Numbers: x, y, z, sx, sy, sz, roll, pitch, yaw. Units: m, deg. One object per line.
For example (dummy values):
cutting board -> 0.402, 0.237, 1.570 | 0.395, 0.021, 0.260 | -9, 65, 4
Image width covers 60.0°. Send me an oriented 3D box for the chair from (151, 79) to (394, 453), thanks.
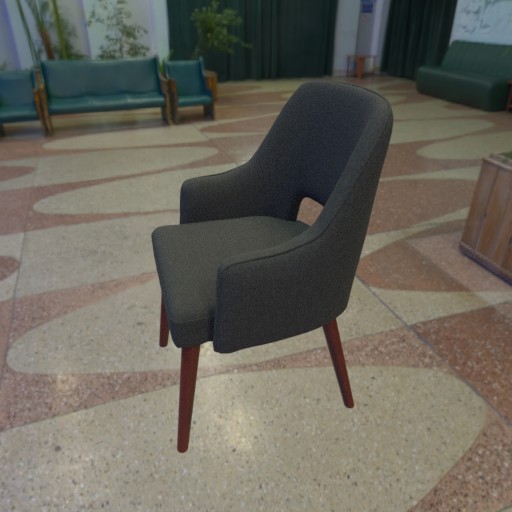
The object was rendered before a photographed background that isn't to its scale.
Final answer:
chair -> 0.000, 0.000, 1.196 | 0.560, 0.838, 0.559 | -9, 31, -15
